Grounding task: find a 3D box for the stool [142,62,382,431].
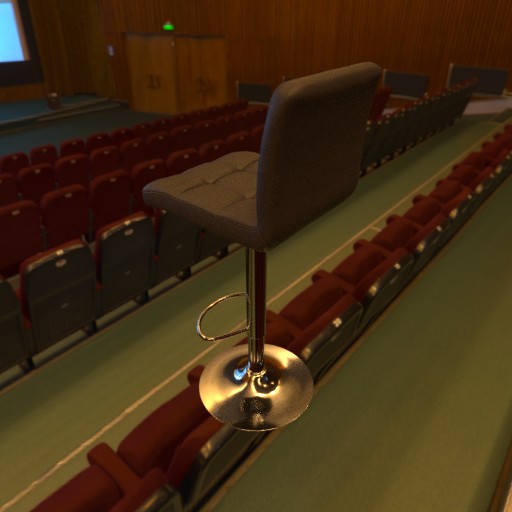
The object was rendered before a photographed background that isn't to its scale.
[{"bbox_3d":[0.000,0.000,1.372,0.505,1.115,0.430,22,37,32],"label":"stool"}]
